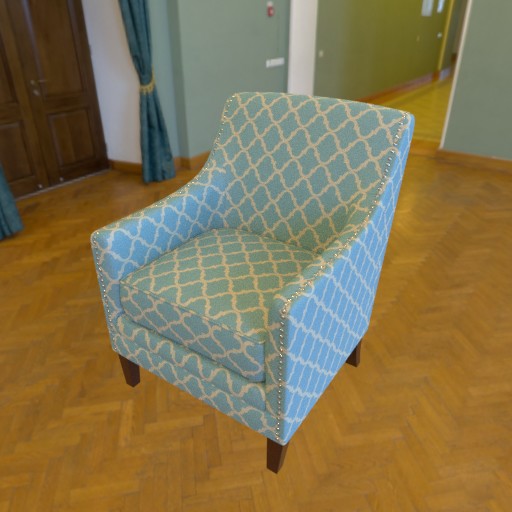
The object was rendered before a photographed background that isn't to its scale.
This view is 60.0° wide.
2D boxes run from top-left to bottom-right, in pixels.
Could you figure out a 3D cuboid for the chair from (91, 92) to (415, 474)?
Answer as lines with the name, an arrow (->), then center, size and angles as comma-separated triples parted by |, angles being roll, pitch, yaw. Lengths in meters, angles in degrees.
chair -> 0.000, 0.000, 1.317 | 0.617, 0.817, 0.686 | 18, 34, 29
